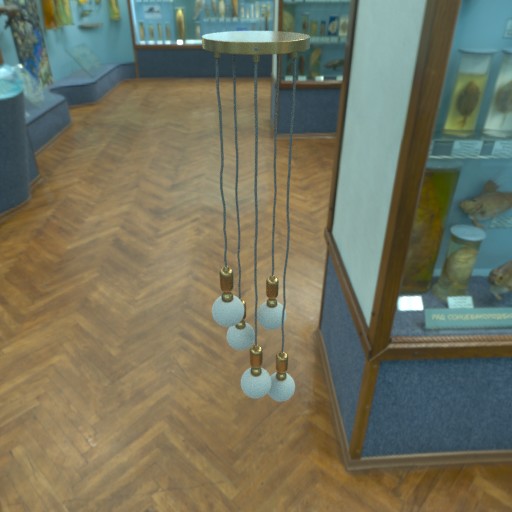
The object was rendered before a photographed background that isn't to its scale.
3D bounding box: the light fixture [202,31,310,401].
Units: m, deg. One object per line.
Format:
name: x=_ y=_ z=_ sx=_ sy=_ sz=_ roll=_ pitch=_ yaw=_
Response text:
light fixture: x=0.000 y=0.000 z=0.512 sx=0.108 sy=0.457 sz=0.105 roll=0 pitch=32 yaw=0
